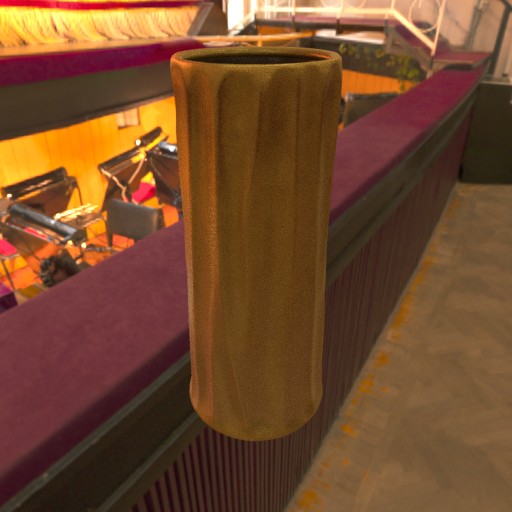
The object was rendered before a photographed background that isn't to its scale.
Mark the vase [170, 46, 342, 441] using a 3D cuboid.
[{"bbox_3d":[0.000,0.000,0.171,0.061,0.143,0.061,0,30,0],"label":"vase"}]
